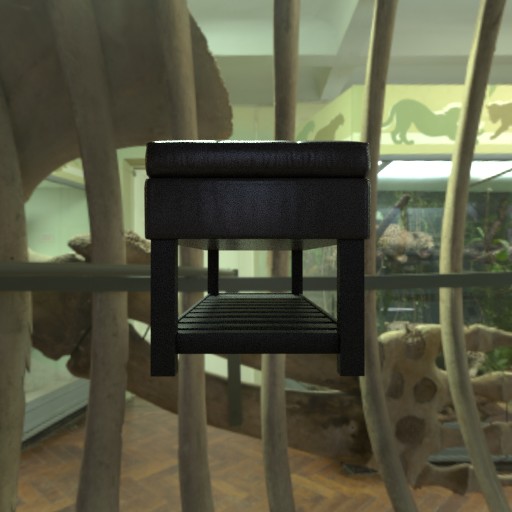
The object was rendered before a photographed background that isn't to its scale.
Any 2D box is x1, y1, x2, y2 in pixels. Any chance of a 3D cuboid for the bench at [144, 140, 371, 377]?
[{"bbox_3d":[0.000,0.000,1.370,0.432,0.460,1.105,0,0,0],"label":"bench"}]
